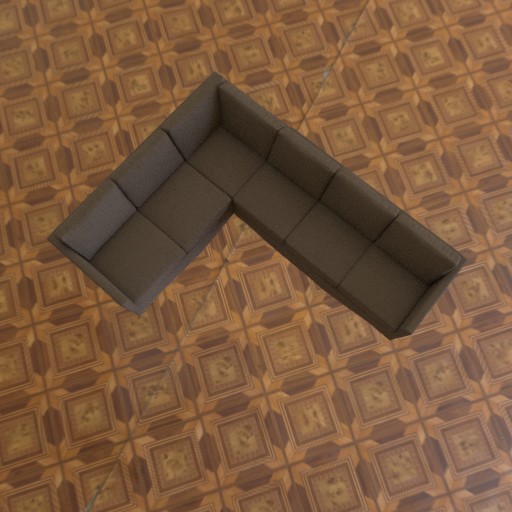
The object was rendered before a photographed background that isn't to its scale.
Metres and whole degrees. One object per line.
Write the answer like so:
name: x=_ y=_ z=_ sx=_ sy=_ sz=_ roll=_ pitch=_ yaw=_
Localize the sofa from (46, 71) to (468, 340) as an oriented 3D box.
sofa: x=0.000 y=0.000 z=4.405 sx=3.182 sy=0.871 sz=2.432 roll=39 pitch=79 yaw=9
